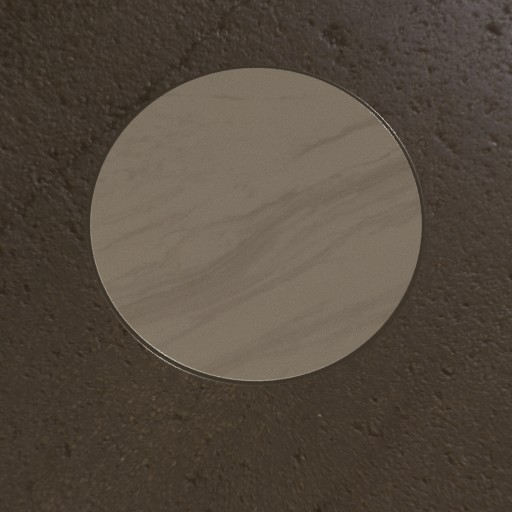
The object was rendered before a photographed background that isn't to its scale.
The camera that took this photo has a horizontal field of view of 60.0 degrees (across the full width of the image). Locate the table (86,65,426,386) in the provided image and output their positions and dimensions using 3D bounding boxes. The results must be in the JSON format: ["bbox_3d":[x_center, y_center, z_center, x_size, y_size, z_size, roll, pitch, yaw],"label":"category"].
[{"bbox_3d":[0.000,0.000,0.813,0.445,0.479,0.445,0,75,0],"label":"table"}]
